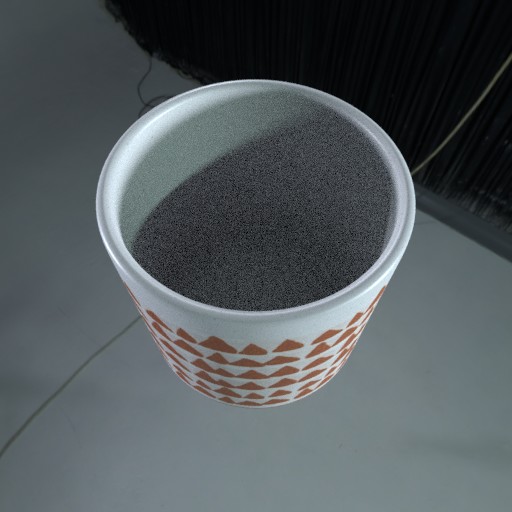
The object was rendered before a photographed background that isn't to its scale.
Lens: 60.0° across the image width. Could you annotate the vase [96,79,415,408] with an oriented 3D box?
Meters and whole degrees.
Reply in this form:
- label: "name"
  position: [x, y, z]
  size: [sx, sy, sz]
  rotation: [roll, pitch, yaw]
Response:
- label: "vase"
  position: [0.000, 0.000, 0.244]
  size: [0.137, 0.127, 0.137]
  rotation: [0, 58, 0]
